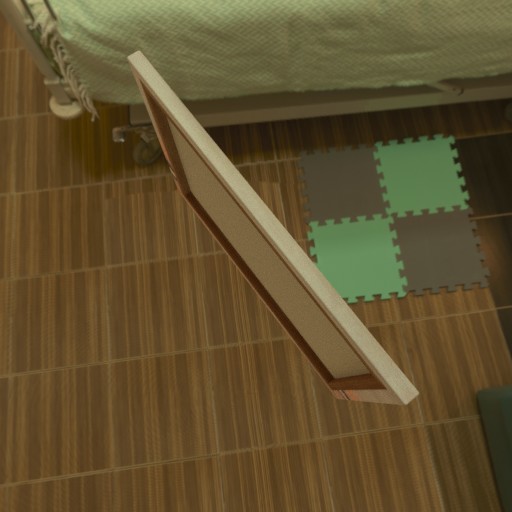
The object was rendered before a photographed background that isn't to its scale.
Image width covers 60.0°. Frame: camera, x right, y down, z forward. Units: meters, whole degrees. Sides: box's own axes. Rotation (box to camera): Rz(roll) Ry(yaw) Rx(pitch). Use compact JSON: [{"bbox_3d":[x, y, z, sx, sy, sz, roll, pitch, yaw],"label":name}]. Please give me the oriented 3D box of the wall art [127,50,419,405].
[{"bbox_3d":[0.000,0.000,1.338,0.038,0.763,1.015,-36,76,-10],"label":"wall art"}]
